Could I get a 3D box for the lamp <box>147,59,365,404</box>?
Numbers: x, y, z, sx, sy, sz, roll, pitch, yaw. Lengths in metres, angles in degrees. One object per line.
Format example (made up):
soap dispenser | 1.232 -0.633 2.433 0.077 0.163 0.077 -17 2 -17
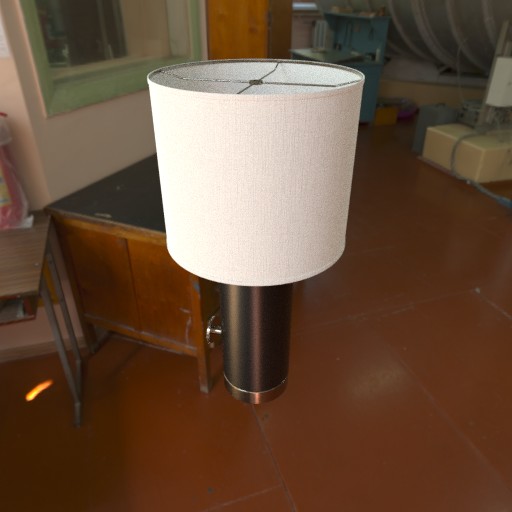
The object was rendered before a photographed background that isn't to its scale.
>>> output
lamp | 0.000 0.000 0.624 0.240 0.482 0.241 8 32 13
